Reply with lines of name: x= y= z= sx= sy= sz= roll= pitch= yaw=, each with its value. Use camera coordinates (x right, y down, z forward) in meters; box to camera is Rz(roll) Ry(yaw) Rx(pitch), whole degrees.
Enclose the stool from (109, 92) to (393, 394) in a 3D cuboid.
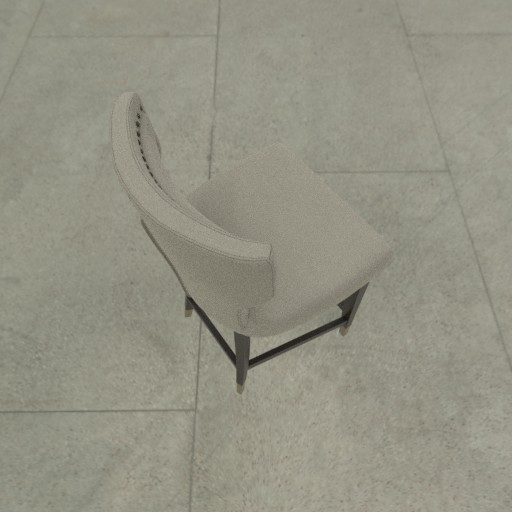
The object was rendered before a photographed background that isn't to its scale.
stool: x=0.000 y=0.000 z=1.288 sx=0.563 sy=0.982 sz=0.527 roll=-32 pitch=64 yaw=-18
